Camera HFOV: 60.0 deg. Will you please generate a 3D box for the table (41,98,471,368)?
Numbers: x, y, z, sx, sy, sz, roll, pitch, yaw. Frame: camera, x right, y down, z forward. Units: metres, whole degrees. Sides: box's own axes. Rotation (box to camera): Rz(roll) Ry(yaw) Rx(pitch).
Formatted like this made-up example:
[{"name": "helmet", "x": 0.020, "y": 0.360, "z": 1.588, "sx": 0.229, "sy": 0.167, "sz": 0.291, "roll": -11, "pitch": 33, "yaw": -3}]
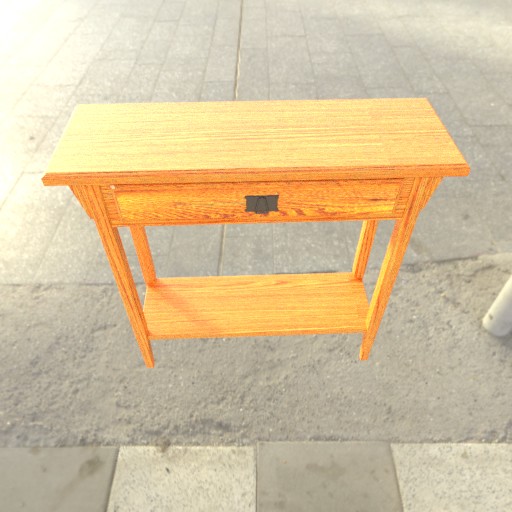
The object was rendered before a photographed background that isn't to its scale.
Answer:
[{"name": "table", "x": 0.000, "y": 0.000, "z": 1.125, "sx": 0.762, "sy": 0.711, "sz": 0.254, "roll": -2, "pitch": 47, "yaw": -2}]
